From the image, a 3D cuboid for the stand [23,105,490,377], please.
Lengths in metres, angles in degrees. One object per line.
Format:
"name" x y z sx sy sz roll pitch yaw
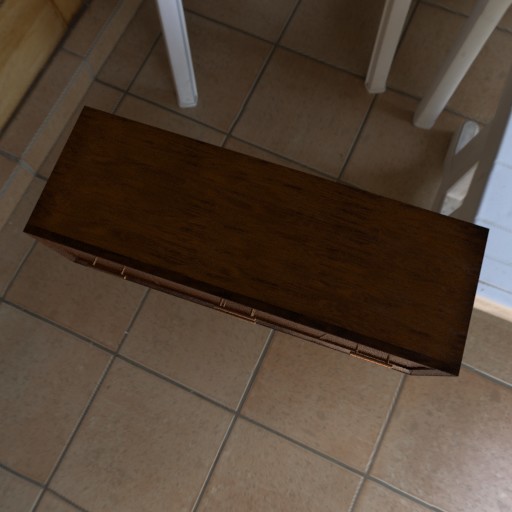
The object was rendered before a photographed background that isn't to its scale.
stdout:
"stand" 0.000 0.000 1.670 1.372 0.610 0.481 18 76 5
